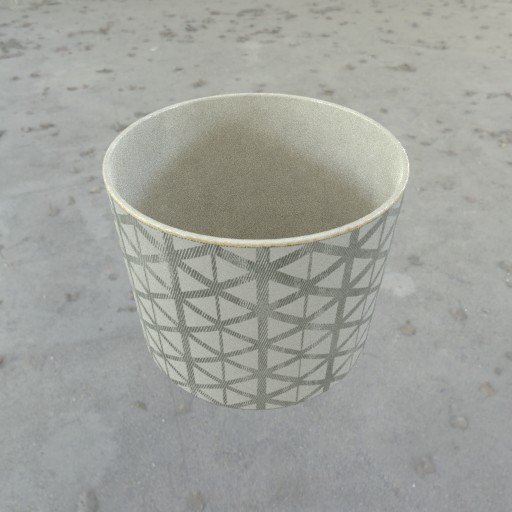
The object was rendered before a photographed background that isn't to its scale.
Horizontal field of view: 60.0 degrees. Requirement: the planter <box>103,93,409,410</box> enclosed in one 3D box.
[{"bbox_3d":[0.000,0.000,0.450,0.250,0.239,0.250,0,41,0],"label":"planter"}]
